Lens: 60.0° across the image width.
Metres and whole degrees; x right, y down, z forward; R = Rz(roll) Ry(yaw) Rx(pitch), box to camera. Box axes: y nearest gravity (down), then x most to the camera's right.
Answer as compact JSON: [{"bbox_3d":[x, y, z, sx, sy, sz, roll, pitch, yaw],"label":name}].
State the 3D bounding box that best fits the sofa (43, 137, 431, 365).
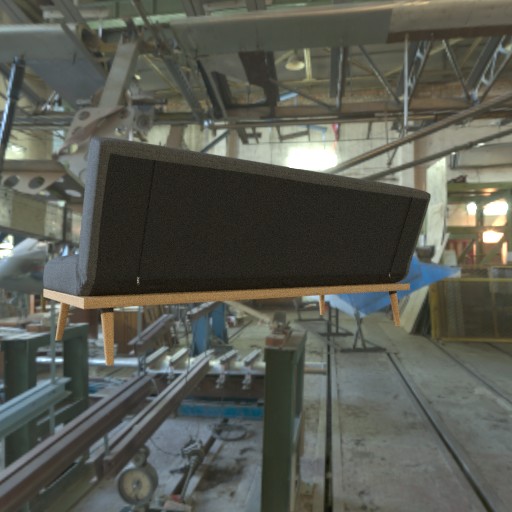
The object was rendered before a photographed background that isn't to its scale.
[{"bbox_3d":[0.000,0.000,2.214,1.820,0.770,0.820,1,-1,-36],"label":"sofa"}]
